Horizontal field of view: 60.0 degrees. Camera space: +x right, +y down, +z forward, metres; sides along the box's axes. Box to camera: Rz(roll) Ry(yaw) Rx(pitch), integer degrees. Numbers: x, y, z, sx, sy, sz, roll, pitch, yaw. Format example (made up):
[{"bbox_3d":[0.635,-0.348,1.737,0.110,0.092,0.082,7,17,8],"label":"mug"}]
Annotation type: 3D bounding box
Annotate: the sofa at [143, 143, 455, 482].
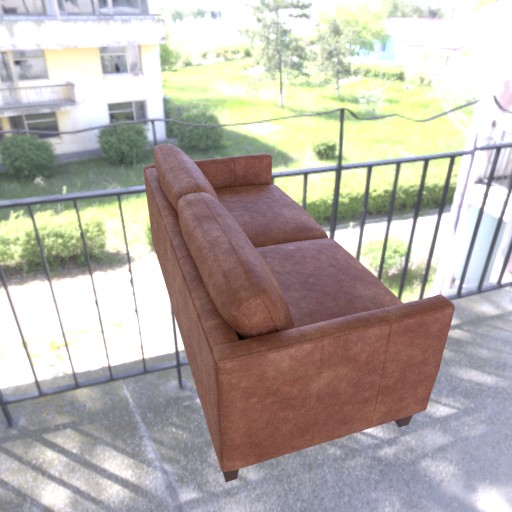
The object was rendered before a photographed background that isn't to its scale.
[{"bbox_3d":[0.000,0.000,2.377,0.923,0.863,1.971,-10,31,-16],"label":"sofa"}]
